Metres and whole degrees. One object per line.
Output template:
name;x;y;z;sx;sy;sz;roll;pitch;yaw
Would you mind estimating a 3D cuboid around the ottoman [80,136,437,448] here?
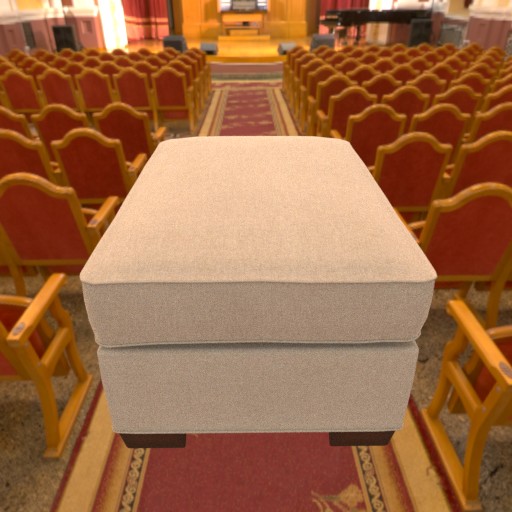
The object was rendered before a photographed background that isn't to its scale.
ottoman;0.000;0.000;1.194;0.617;0.503;0.846;0;31;-1
